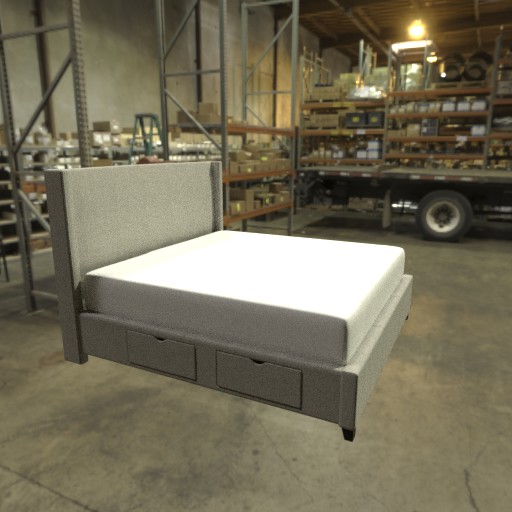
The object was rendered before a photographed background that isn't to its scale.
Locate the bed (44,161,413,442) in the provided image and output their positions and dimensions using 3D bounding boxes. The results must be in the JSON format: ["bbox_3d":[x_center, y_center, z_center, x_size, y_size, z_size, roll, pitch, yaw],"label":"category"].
[{"bbox_3d":[0.000,0.000,3.709,2.280,1.470,2.140,7,15,26],"label":"bed"}]
